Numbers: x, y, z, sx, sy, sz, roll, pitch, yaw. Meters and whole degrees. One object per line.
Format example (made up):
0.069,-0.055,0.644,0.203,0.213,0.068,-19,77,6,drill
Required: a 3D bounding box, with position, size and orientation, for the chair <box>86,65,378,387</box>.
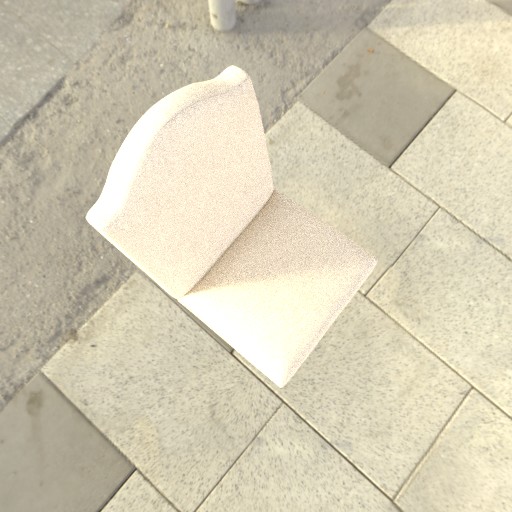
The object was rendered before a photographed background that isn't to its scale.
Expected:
0.000,0.000,1.418,0.648,1.012,0.534,38,78,9,chair
